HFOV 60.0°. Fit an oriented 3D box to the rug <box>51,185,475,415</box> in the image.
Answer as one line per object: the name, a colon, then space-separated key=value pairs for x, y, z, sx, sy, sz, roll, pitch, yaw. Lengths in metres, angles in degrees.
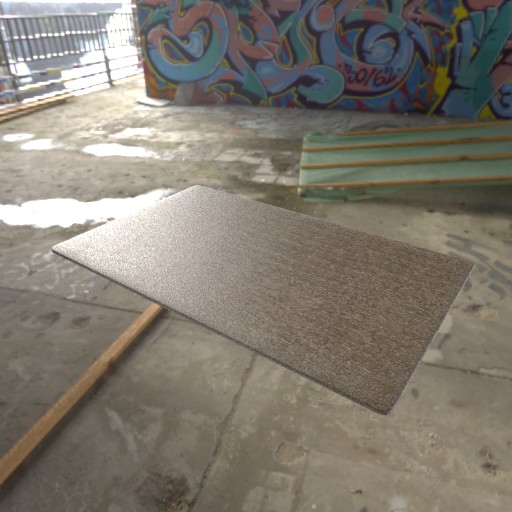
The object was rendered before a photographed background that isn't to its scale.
rug: x=0.000 y=0.000 z=3.003 sx=2.469 sy=0.024 sz=1.539 roll=20 pitch=35 yaw=30
